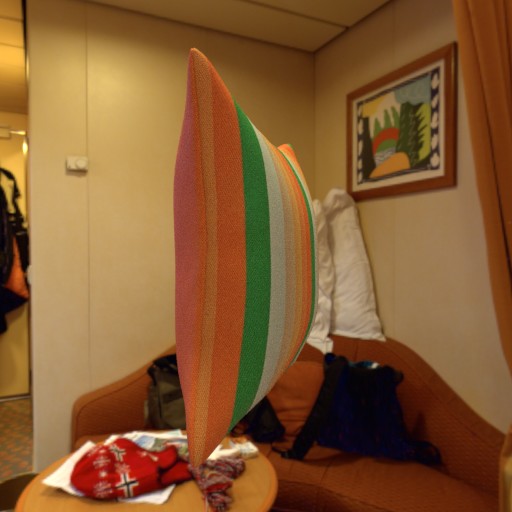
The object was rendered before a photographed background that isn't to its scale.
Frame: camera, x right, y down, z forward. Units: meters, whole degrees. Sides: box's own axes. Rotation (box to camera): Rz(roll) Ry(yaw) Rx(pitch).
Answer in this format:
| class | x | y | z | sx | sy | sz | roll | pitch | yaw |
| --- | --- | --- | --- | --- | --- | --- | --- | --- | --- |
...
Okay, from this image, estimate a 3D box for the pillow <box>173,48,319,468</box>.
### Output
| class | x | y | z | sx | sy | sz | roll | pitch | yaw |
| --- | --- | --- | --- | --- | --- | --- | --- | --- | --- |
| pillow | 0.000 | 0.000 | 0.681 | 0.169 | 0.444 | 0.453 | 0 | 1 | 17 |
